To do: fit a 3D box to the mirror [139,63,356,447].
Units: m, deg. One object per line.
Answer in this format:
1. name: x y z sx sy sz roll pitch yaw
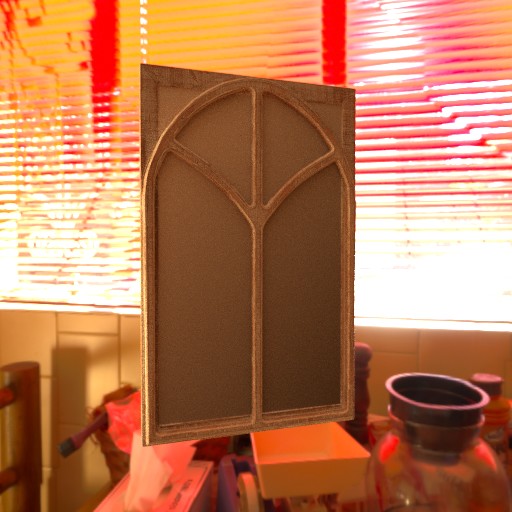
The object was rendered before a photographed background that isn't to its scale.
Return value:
1. mirror: 0.000 0.000 0.981 0.495 0.787 0.058 0 1 -17
